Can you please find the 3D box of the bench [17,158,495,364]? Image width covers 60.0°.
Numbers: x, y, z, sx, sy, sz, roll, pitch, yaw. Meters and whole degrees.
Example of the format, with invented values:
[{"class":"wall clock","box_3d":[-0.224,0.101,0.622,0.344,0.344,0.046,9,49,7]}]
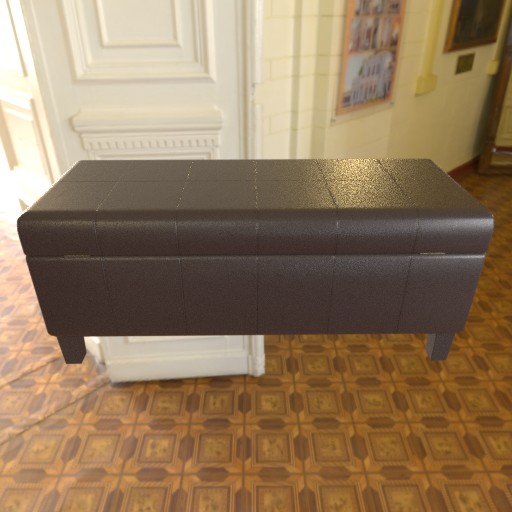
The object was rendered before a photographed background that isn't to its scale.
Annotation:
[{"class":"bench","box_3d":[0.000,0.000,1.280,1.092,0.457,0.429,0,30,-1]}]
